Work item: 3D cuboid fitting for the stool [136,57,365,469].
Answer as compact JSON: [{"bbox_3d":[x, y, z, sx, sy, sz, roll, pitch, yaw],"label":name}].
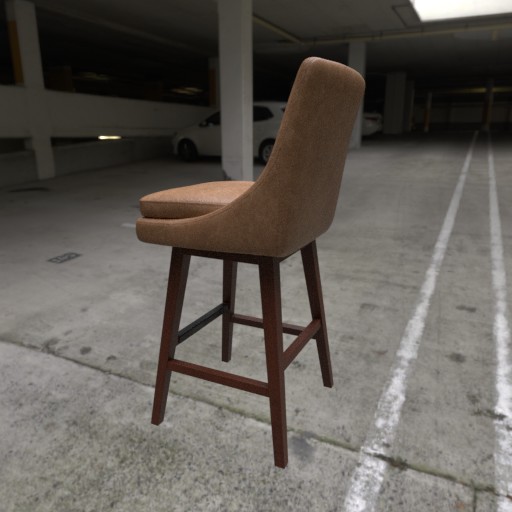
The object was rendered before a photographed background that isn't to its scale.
[{"bbox_3d":[0.000,0.000,1.404,0.572,1.079,0.487,7,17,25],"label":"stool"}]
